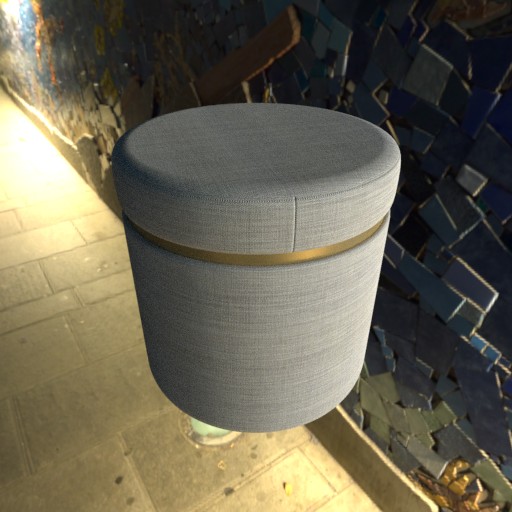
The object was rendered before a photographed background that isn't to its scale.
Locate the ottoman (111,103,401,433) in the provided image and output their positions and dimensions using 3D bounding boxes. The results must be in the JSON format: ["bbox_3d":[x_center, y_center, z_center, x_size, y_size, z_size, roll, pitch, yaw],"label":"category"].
[{"bbox_3d":[0.000,0.000,0.731,0.400,0.406,0.400,0,33,0],"label":"ottoman"}]
